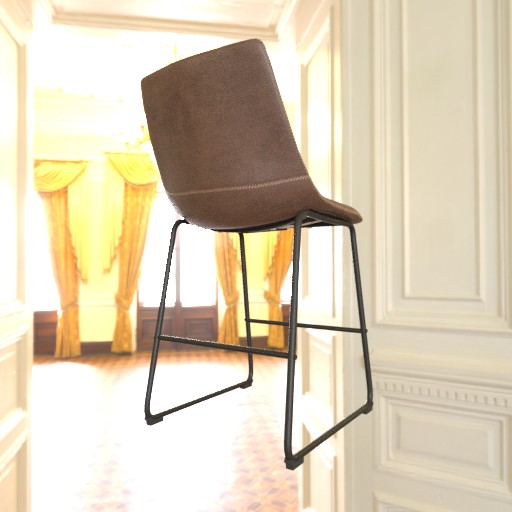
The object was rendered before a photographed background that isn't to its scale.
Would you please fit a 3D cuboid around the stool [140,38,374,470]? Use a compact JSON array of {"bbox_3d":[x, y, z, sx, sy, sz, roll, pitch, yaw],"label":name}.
[{"bbox_3d":[0.000,0.000,1.205,0.460,0.890,0.550,0,-1,35],"label":"stool"}]
